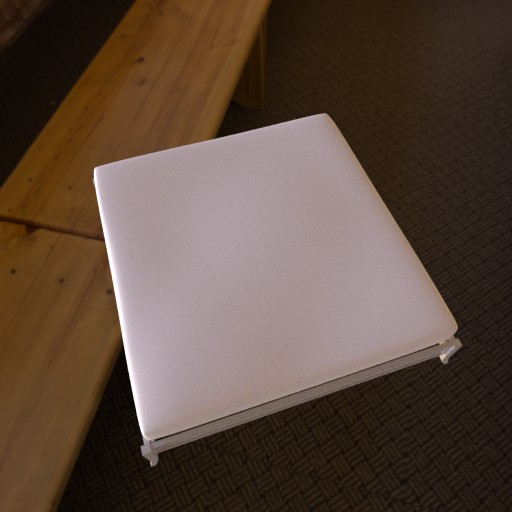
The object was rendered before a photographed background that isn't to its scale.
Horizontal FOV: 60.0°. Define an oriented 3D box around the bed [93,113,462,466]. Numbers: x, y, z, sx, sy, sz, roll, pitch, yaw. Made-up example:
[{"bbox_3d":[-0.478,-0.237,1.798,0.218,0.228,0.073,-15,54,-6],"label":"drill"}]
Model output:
[{"bbox_3d":[0.000,0.000,3.112,2.007,0.510,2.108,-16,59,-10],"label":"bed"}]
